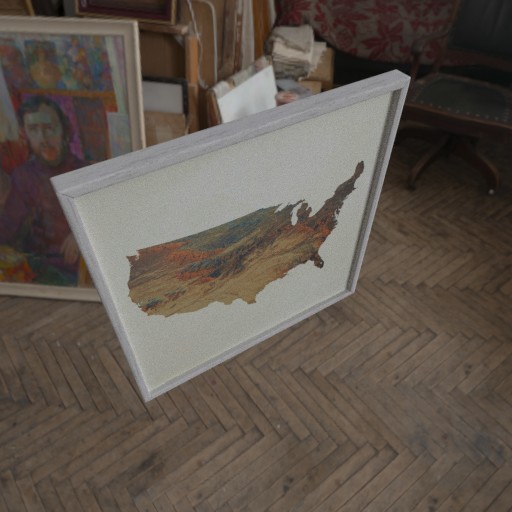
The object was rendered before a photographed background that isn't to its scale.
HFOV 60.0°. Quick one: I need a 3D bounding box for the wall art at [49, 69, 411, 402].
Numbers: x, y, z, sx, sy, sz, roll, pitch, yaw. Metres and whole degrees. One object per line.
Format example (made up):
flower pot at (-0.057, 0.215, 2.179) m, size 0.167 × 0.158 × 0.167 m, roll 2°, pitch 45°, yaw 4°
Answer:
wall art at (0.000, 0.000, 1.897) m, size 1.287 × 1.288 × 0.078 m, roll -24°, pitch 52°, yaw -21°
